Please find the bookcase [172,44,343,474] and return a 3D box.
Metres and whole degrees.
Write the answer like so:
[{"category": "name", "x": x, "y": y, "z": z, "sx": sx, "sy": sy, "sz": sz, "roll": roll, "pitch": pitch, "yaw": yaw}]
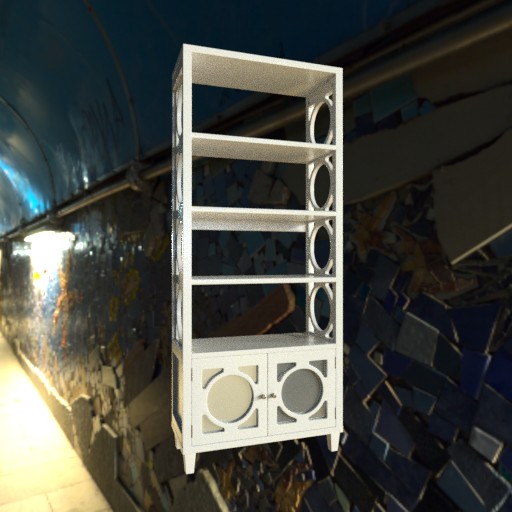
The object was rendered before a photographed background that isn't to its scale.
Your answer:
[{"category": "bookcase", "x": 0.000, "y": 0.000, "z": 2.140, "sx": 0.761, "sy": 1.869, "sz": 0.361, "roll": 0, "pitch": 0, "yaw": -19}]
